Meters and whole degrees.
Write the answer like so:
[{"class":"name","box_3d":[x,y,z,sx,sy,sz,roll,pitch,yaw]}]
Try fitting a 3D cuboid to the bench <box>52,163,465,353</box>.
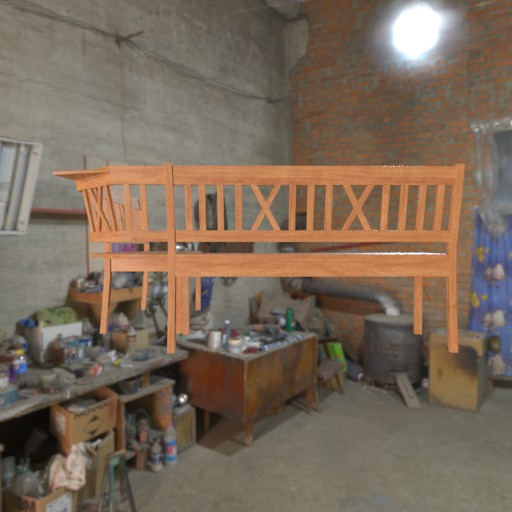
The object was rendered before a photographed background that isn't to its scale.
[{"class":"bench","box_3d":[0.000,0.000,2.837,1.937,0.902,1.537,0,1,-1]}]
